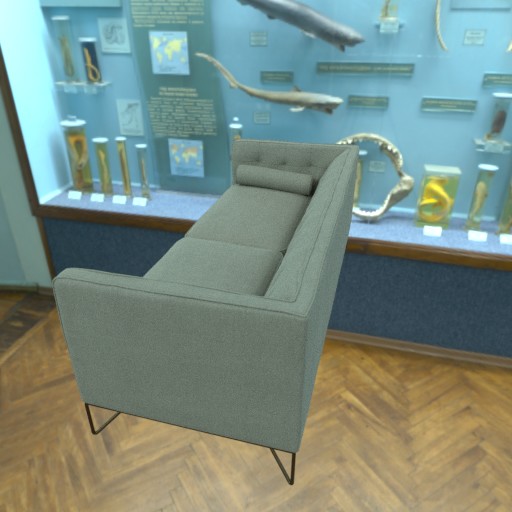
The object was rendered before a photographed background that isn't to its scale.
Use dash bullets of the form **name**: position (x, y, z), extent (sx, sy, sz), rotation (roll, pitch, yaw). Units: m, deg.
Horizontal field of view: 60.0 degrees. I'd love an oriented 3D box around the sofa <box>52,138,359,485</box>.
- **sofa**: position (0.000, 0.000, 2.454), extent (0.912, 0.798, 2.079), rotation (8, 29, 14)
